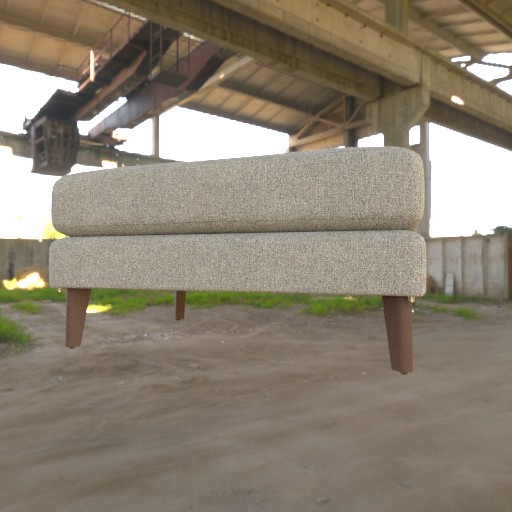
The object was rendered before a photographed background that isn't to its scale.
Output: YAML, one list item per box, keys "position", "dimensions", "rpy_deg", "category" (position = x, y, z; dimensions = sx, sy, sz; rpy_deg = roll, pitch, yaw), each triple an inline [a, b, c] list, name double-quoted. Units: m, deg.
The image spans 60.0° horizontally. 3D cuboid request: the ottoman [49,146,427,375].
- position: [0.000, 0.000, 1.173]
  dimensions: [0.821, 0.441, 0.611]
  rpy_deg: [0, -1, 19]
  category: "ottoman"
